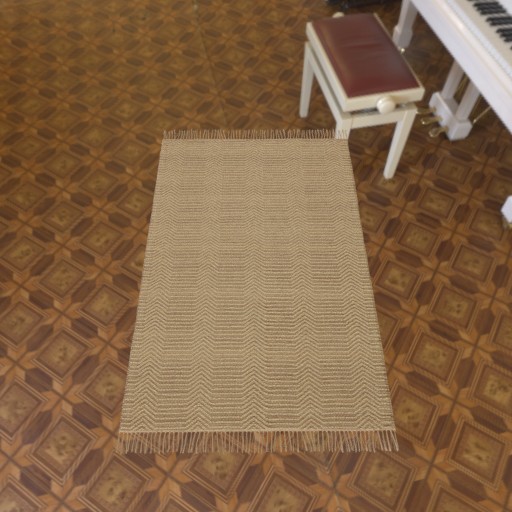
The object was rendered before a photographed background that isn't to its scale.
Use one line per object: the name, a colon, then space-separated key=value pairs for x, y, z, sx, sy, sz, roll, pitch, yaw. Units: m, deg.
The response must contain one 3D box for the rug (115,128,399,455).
rug: x=0.000 y=0.000 z=3.048 sx=1.528 sy=0.034 sz=2.523 roll=0 pitch=58 yaw=0
